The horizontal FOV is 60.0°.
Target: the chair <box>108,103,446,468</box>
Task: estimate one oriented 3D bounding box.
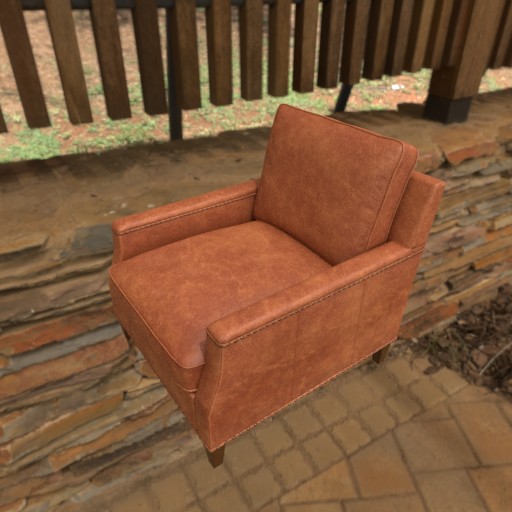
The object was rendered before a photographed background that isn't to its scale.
[{"bbox_3d":[0.000,0.000,1.732,1.014,0.943,0.853,-21,38,-29],"label":"chair"}]
